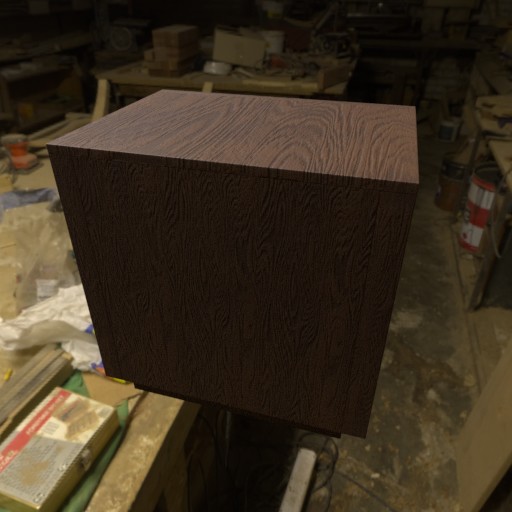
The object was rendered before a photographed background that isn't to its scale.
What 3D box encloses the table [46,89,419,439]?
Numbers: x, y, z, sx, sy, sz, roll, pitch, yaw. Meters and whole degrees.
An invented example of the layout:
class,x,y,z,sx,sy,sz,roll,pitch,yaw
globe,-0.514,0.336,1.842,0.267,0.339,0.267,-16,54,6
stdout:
class,x,y,z,sx,sy,sz,roll,pitch,yaw
table,0.000,0.000,0.962,0.560,0.585,0.439,9,33,14
